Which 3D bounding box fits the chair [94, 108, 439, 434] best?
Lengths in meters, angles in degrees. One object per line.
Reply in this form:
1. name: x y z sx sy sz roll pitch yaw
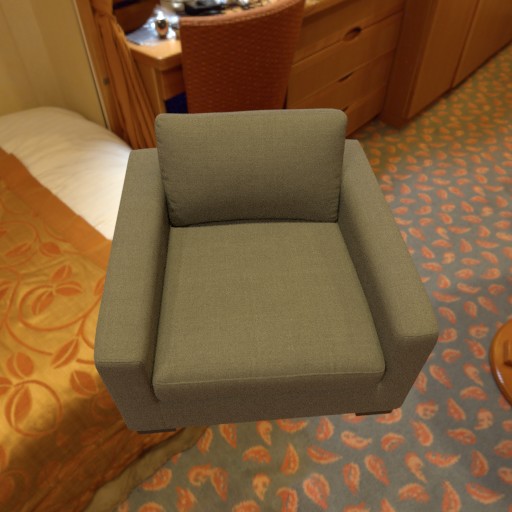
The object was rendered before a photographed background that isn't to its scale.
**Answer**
1. chair: 0.000 0.000 1.798 1.070 0.847 1.100 -4 46 -3
